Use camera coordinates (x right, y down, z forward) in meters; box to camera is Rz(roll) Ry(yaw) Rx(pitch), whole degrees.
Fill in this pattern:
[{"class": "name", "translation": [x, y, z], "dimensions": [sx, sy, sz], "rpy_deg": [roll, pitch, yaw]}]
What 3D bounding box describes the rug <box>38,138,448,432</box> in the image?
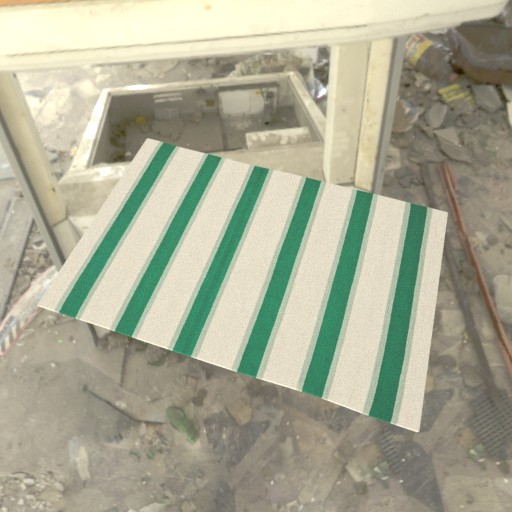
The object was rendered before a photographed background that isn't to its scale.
[{"class": "rug", "translation": [0.000, 0.000, 2.297], "dimensions": [1.829, 0.012, 1.210], "rpy_deg": [16, 59, 10]}]
